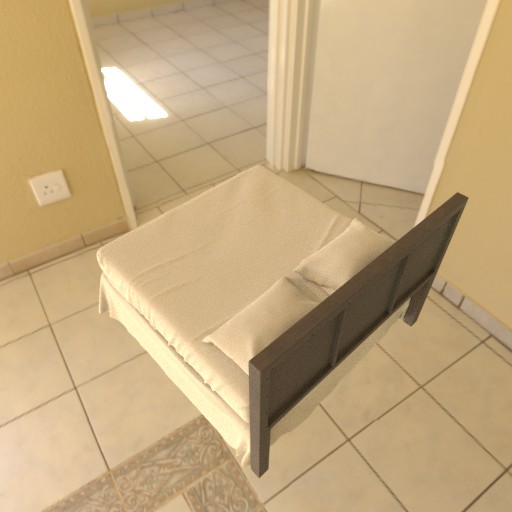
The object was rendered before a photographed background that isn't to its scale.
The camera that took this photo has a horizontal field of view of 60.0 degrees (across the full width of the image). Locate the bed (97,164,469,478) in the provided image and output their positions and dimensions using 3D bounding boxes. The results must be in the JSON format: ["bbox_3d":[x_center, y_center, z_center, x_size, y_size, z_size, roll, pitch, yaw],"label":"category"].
[{"bbox_3d":[0.000,0.000,2.951,1.772,1.142,1.785,-33,54,-29],"label":"bed"}]
